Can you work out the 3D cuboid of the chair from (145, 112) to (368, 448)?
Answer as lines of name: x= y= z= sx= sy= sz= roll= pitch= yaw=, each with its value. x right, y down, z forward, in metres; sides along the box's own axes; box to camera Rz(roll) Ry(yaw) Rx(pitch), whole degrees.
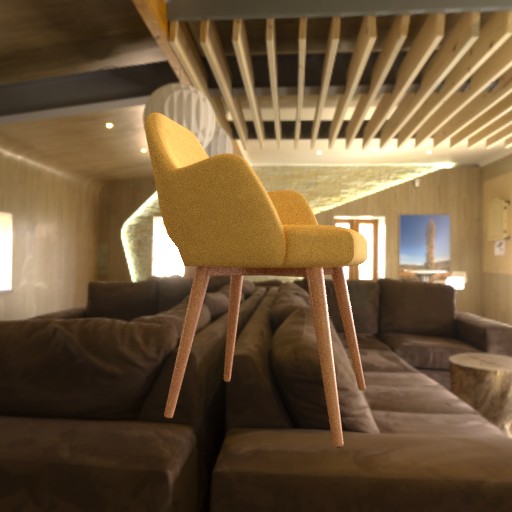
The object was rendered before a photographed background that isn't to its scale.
chair: x=0.000 y=0.000 z=1.274 sx=0.610 sy=0.840 sz=0.590 roll=0 pitch=-1 yaw=20
